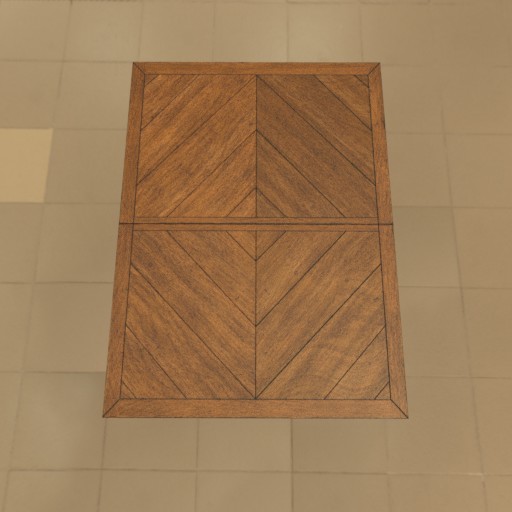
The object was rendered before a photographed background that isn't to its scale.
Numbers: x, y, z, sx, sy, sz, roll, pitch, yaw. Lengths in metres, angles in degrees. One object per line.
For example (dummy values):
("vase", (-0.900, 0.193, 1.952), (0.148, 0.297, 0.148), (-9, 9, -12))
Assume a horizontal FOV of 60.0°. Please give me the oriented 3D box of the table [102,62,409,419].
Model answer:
("table", (0.000, 0.000, 1.591), (0.757, 0.760, 1.027), (0, 75, 0))
